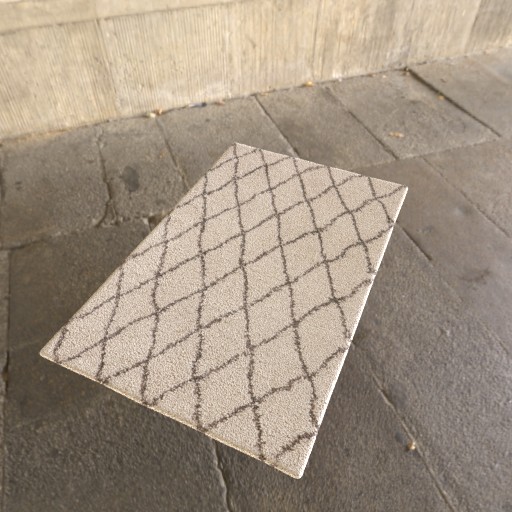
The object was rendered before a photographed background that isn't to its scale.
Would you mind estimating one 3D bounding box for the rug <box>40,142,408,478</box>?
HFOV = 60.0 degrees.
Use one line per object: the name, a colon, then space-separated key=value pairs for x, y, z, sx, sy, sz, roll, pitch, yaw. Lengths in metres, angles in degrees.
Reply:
rug: x=0.000 y=0.000 z=3.421 sx=1.778 sy=0.030 sz=2.743 roll=18 pitch=49 yaw=17
